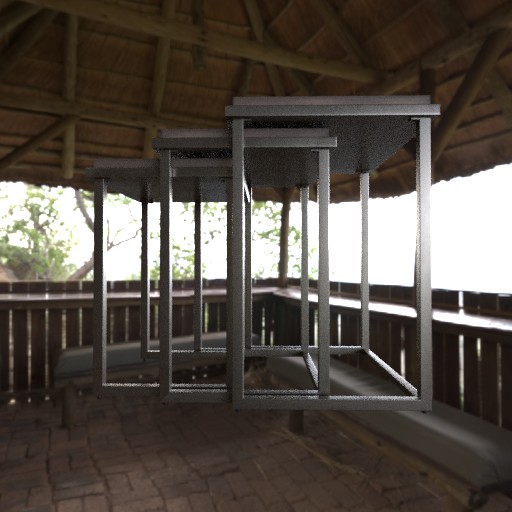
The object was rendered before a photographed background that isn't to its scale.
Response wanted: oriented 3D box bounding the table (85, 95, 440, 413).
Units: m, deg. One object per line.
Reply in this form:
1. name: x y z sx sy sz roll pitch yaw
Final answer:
1. table: 0.000 0.000 1.119 0.706 0.610 0.559 0 -1 1
